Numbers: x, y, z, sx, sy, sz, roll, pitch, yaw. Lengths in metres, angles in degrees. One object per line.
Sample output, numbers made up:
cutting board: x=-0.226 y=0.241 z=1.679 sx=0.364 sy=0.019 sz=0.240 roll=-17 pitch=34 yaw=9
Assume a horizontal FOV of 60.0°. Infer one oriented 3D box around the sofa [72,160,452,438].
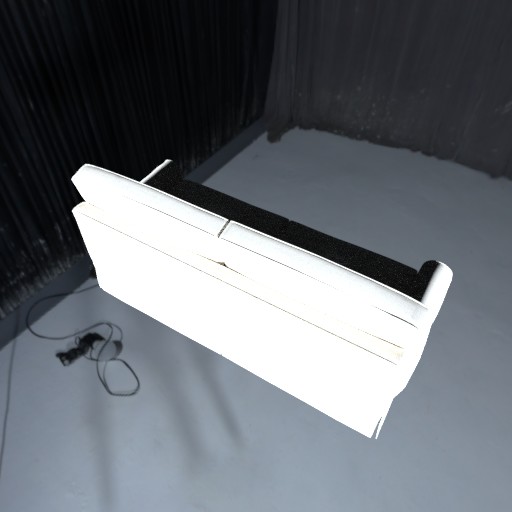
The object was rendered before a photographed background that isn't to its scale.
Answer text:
sofa: x=0.000 y=0.000 z=2.559 sx=2.021 sy=0.937 sz=0.862 roll=24 pitch=50 yaw=22
